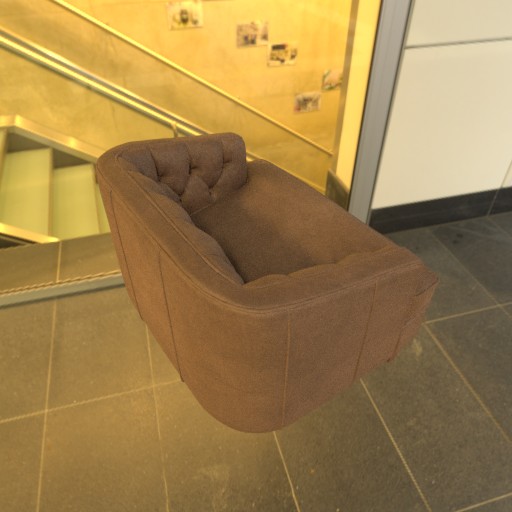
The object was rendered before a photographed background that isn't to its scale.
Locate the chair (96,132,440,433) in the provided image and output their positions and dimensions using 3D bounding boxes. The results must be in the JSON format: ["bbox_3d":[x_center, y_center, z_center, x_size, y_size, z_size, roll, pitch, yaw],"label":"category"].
[{"bbox_3d":[0.000,0.000,1.749,0.914,0.787,1.118,-25,47,-26],"label":"chair"}]
